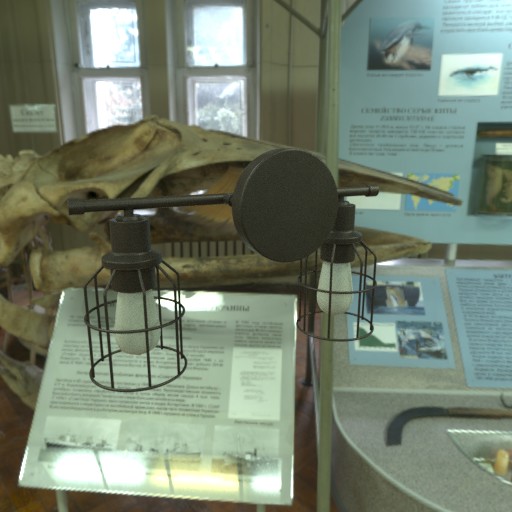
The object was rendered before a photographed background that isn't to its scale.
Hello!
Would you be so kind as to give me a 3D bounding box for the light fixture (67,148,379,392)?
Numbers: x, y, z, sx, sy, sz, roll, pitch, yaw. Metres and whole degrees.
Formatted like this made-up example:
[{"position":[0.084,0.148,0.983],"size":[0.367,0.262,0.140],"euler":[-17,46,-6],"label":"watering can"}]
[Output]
[{"position":[0.000,0.000,0.538],"size":[0.406,0.254,0.165],"euler":[-7,15,-26],"label":"light fixture"}]
